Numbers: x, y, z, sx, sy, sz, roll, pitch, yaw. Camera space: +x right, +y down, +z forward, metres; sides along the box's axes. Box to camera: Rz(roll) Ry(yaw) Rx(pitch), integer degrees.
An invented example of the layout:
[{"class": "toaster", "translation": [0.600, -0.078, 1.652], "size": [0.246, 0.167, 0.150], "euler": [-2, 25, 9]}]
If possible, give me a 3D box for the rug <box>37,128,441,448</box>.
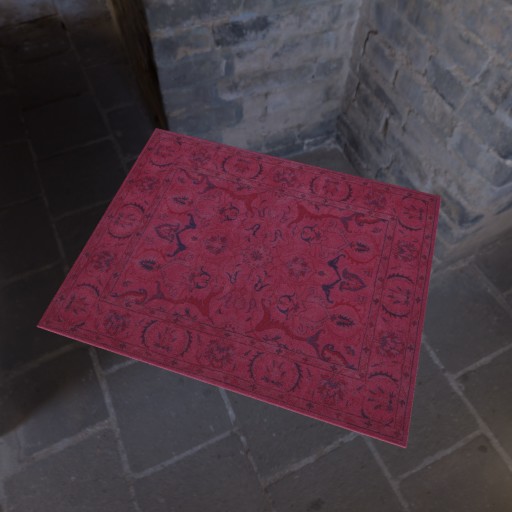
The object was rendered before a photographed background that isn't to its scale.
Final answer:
[{"class": "rug", "translation": [0.000, 0.000, 3.850], "size": [2.929, 0.012, 2.300], "euler": [16, 61, 9]}]
